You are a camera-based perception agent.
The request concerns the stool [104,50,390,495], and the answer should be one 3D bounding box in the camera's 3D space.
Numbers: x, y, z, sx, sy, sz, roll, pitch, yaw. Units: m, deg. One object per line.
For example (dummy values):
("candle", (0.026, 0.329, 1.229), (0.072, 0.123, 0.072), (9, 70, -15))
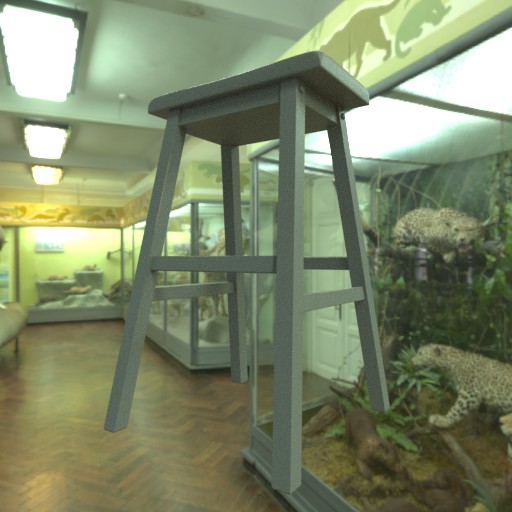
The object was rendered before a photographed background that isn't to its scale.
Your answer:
("stool", (0.000, 0.000, 1.007), (0.457, 0.737, 0.476), (0, 0, 35))
